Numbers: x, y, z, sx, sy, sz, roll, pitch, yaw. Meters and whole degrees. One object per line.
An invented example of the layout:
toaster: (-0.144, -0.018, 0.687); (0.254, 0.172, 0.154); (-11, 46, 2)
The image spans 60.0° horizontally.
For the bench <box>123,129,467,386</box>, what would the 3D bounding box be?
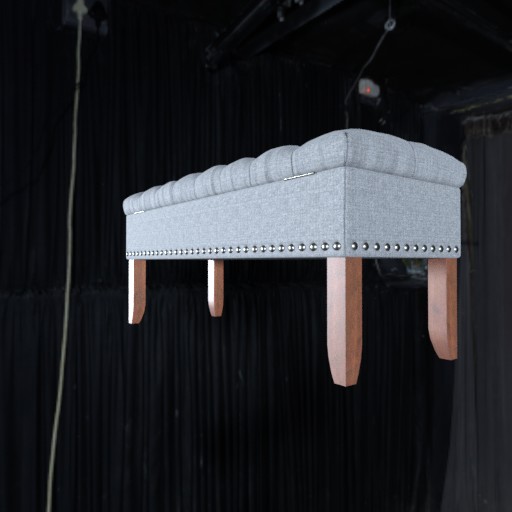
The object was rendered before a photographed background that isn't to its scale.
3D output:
bench: (0.000, 0.000, 1.295); (0.417, 0.470, 1.052); (1, -1, -37)
